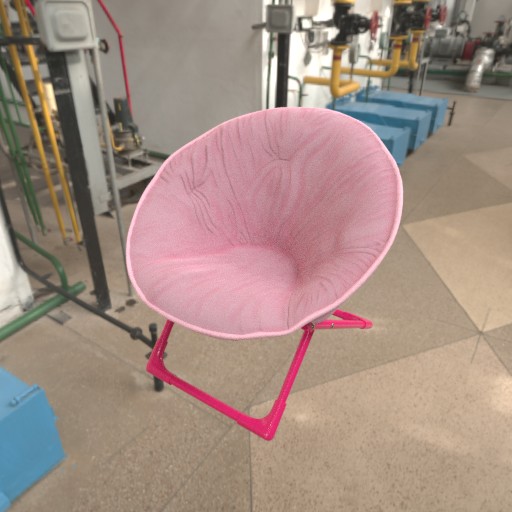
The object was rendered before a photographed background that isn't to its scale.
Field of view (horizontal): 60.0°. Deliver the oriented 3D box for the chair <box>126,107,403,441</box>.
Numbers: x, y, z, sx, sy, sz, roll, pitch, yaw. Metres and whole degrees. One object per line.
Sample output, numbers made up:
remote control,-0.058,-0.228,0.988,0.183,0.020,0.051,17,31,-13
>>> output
chair,0.000,0.000,0.879,0.522,0.494,0.459,19,35,29
